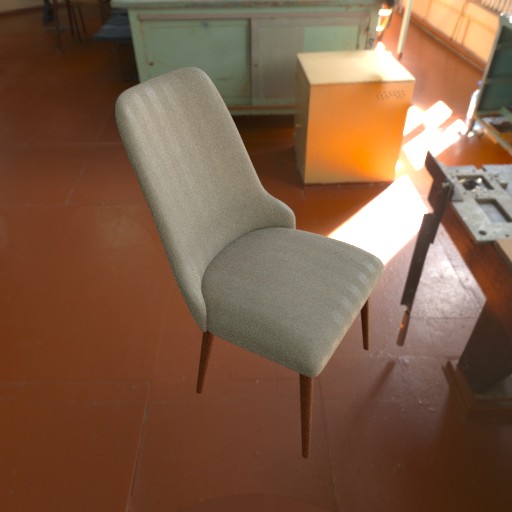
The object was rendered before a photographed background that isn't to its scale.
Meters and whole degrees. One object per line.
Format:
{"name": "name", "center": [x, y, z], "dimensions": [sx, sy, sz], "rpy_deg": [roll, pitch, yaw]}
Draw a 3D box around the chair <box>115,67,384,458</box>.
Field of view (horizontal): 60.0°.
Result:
{"name": "chair", "center": [0.000, 0.000, 1.321], "dimensions": [0.684, 0.917, 0.526], "rpy_deg": [23, 45, 25]}
